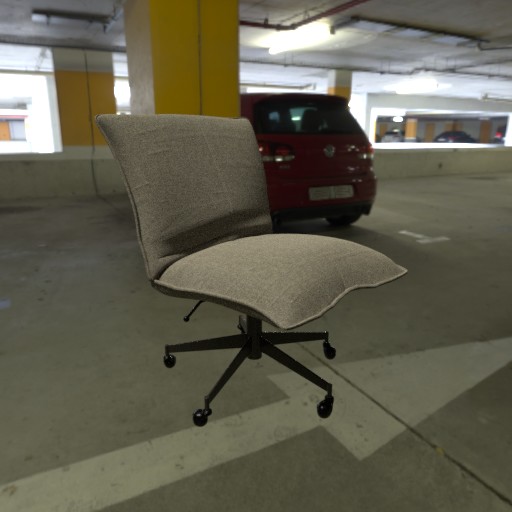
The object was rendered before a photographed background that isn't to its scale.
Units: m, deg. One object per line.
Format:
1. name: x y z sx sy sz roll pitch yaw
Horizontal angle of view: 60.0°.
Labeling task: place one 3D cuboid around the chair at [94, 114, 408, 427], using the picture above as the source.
1. chair: 0.000 0.000 1.299 0.696 0.811 0.597 14 21 42
